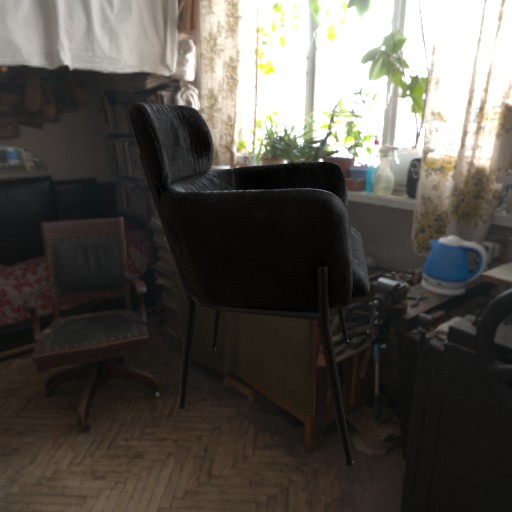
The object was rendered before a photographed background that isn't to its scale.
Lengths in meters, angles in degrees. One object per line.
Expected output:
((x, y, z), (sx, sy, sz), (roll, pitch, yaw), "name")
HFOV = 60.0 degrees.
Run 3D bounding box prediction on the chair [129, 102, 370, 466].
((0.000, 0.000, 1.252), (0.604, 0.818, 0.640), (3, 18, 10), "chair")
